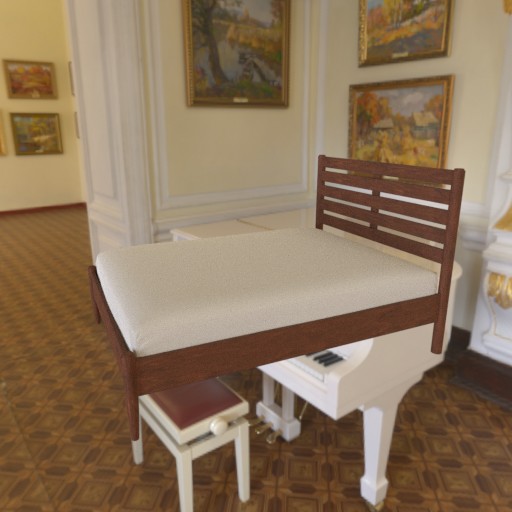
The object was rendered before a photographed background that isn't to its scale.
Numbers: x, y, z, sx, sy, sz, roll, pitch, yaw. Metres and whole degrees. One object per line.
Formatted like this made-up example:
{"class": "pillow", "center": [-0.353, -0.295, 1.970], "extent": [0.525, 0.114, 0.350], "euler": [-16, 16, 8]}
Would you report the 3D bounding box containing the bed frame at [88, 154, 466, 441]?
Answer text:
{"class": "bed frame", "center": [0.000, 0.000, 3.286], "extent": [2.234, 1.321, 1.655], "euler": [-8, 18, -24]}
